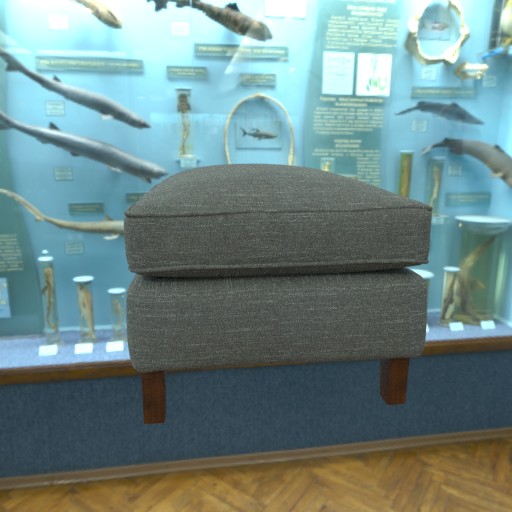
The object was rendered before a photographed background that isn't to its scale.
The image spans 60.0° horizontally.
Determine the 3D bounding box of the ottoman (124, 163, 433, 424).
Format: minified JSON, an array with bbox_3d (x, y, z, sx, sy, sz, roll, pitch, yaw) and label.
[{"bbox_3d":[0.000,0.000,0.995,0.508,0.406,0.686,-2,13,-7],"label":"ottoman"}]
